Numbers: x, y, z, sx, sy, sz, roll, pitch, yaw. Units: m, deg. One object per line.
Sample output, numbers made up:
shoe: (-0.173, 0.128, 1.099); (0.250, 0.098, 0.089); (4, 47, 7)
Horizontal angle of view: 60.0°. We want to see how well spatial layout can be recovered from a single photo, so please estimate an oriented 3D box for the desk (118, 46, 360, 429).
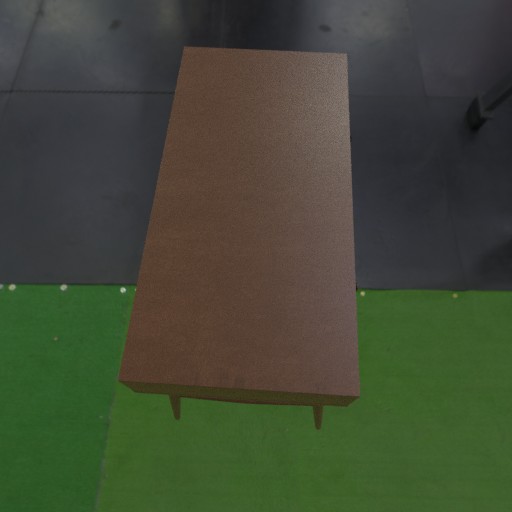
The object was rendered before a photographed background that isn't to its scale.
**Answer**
desk: (0.000, 0.000, 1.405); (0.510, 0.758, 0.949); (3, 64, 2)
